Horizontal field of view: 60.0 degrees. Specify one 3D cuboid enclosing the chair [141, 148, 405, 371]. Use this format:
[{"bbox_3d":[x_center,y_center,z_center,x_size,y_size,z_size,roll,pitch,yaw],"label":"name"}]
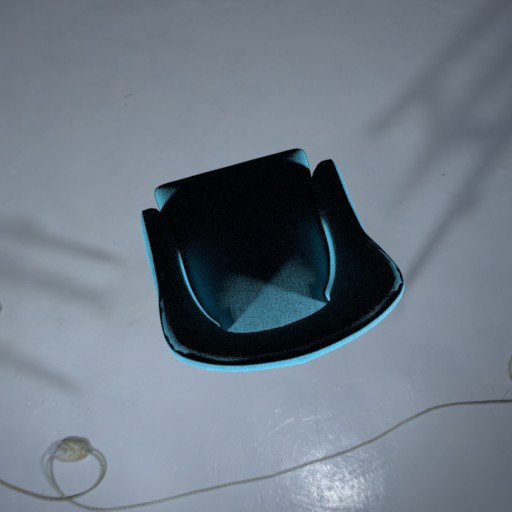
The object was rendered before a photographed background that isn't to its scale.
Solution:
[{"bbox_3d":[0.000,0.000,1.227,0.548,0.849,0.605,-16,77,-4],"label":"chair"}]
